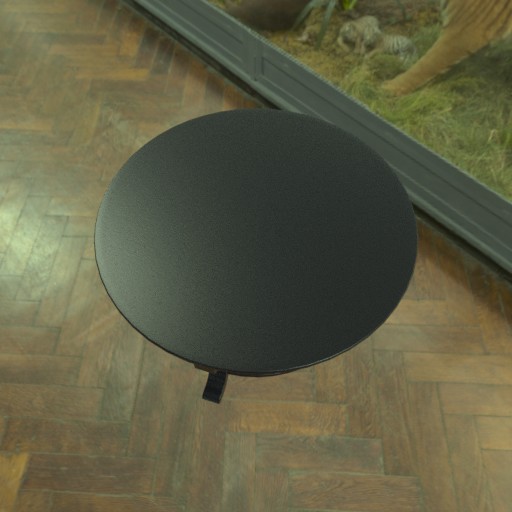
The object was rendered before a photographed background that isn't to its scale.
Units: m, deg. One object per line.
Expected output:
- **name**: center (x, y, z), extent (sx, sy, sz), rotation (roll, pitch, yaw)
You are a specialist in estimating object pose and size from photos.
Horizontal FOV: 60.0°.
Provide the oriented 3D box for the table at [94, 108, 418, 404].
- **table**: center (0.000, 0.000, 1.630), extent (1.029, 0.491, 1.029), rotation (0, 58, 0)
